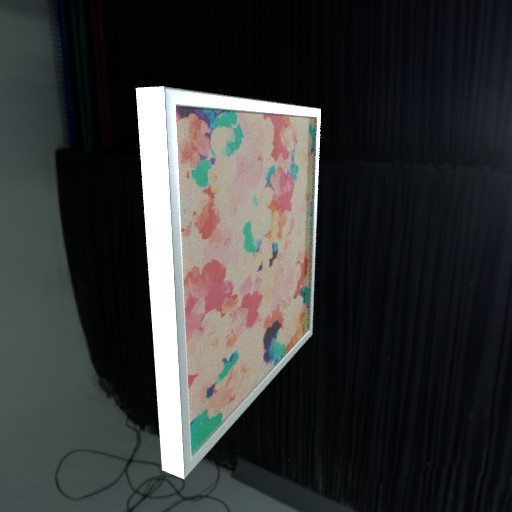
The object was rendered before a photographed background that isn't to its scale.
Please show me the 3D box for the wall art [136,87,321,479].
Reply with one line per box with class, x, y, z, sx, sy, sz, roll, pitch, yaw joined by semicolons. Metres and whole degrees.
wall art;0.000;0.000;0.766;0.038;0.505;0.506;8;17;26
